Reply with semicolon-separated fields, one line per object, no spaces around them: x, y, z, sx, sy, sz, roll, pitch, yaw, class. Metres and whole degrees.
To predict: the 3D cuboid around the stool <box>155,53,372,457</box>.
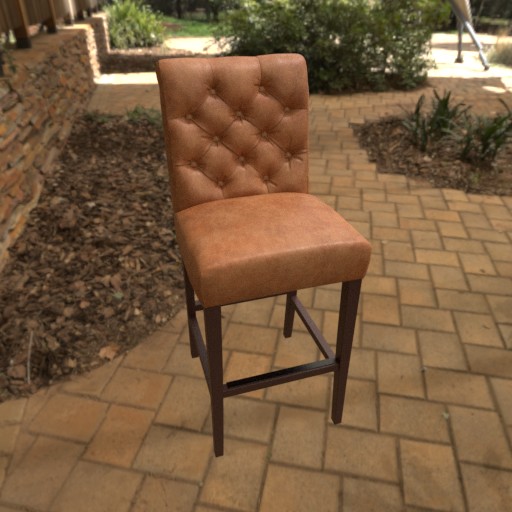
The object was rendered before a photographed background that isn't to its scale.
0.000;0.000;1.445;0.493;1.140;0.601;-9;33;-15;stool
